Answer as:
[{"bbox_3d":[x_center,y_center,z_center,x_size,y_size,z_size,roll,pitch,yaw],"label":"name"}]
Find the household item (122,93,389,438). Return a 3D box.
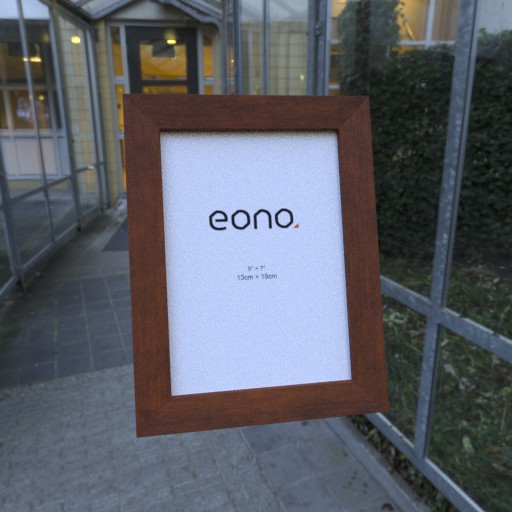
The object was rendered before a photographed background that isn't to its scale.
[{"bbox_3d":[0.000,0.000,0.295,0.160,0.204,0.096,-3,17,-9],"label":"household item"}]
